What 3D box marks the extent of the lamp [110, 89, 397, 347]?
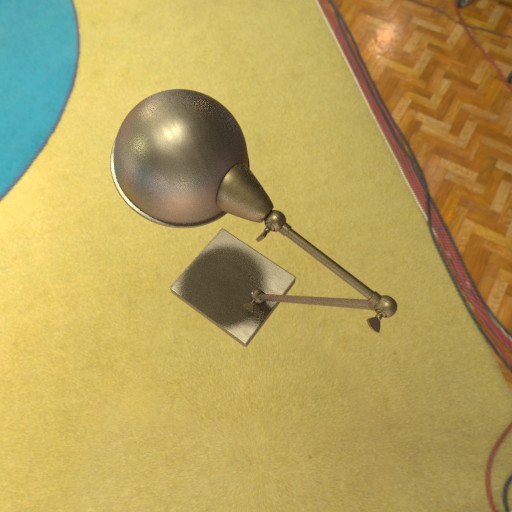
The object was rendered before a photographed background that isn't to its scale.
[{"bbox_3d":[0.000,0.000,0.550,0.339,0.371,0.149,34,69,15],"label":"lamp"}]
